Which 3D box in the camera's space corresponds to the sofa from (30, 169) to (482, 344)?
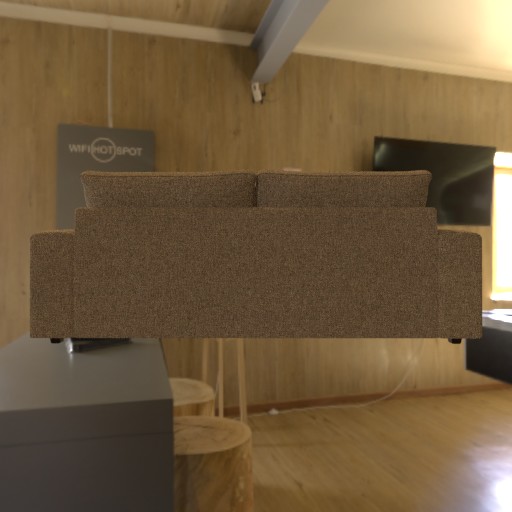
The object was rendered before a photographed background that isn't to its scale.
[{"bbox_3d":[0.000,0.000,2.764,2.299,0.922,1.040,0,0,0],"label":"sofa"}]
